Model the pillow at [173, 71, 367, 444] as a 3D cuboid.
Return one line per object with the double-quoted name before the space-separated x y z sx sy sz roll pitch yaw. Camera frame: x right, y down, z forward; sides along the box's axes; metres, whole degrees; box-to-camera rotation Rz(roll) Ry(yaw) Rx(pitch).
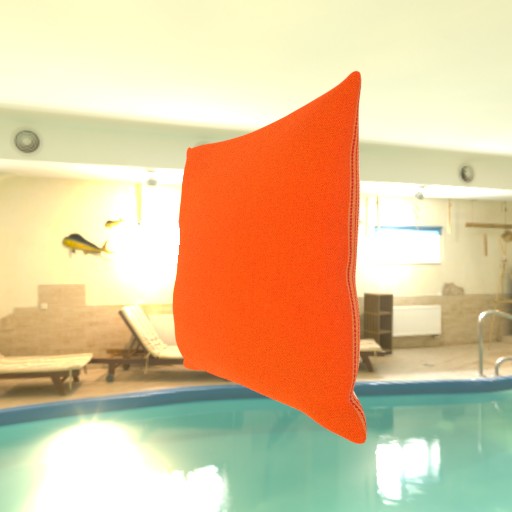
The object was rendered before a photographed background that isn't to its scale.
"pillow" 0.000 0.000 0.693 0.182 0.441 0.440 0 -1 -37
